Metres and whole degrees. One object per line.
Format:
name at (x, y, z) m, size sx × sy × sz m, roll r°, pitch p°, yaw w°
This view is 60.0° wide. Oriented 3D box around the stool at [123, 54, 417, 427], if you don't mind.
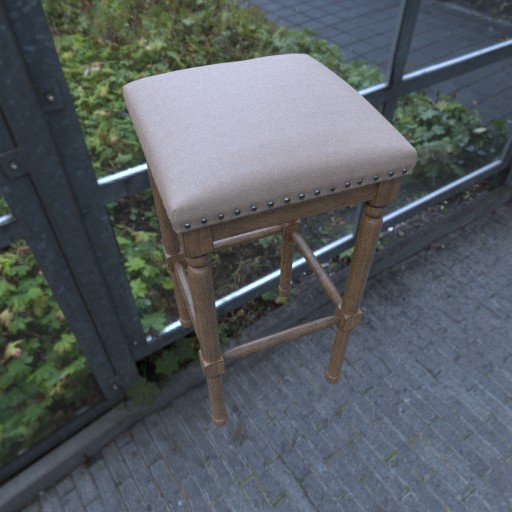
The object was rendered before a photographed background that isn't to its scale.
stool at (0.000, 0.000, 0.974) m, size 0.382 × 0.768 × 0.383 m, roll -16°, pitch 48°, yaw -14°
